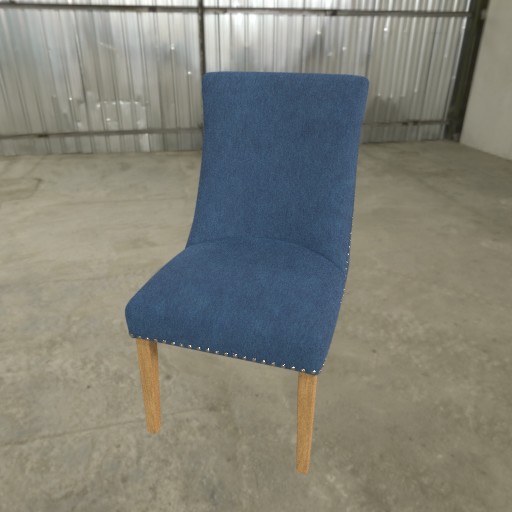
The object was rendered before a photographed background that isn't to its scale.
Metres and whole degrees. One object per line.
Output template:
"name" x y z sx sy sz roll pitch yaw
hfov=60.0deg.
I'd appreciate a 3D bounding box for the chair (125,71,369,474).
"chair" 0.000 0.000 1.224 0.495 0.902 0.610 8 28 15
